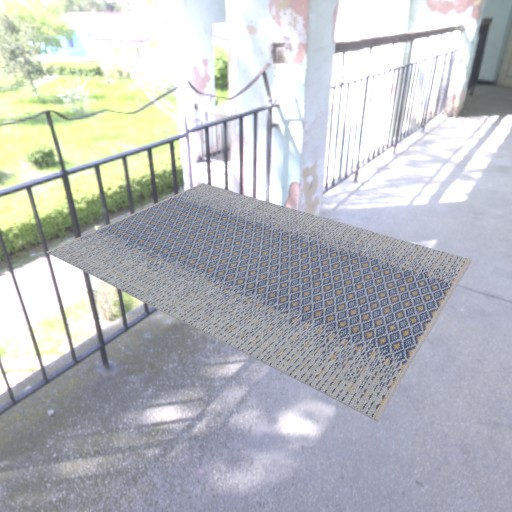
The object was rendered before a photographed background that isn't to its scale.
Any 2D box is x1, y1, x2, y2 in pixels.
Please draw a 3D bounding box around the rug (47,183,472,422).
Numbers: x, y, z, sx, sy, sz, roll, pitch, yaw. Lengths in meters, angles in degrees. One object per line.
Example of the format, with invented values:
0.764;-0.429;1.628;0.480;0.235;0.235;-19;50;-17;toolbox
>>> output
0.000;0.000;2.283;1.828;0.005;1.219;20;36;30;rug
